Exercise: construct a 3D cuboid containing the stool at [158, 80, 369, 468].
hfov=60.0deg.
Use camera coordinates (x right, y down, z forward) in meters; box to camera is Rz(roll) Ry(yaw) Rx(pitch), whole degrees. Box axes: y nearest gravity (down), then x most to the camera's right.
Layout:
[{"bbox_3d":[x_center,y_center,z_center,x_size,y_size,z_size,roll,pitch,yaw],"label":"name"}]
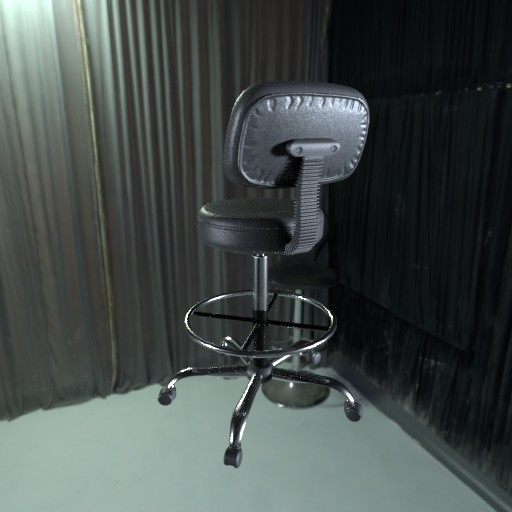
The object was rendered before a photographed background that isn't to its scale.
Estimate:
[{"bbox_3d":[0.000,0.000,1.509,0.694,1.069,0.658,-9,19,-27],"label":"stool"}]
